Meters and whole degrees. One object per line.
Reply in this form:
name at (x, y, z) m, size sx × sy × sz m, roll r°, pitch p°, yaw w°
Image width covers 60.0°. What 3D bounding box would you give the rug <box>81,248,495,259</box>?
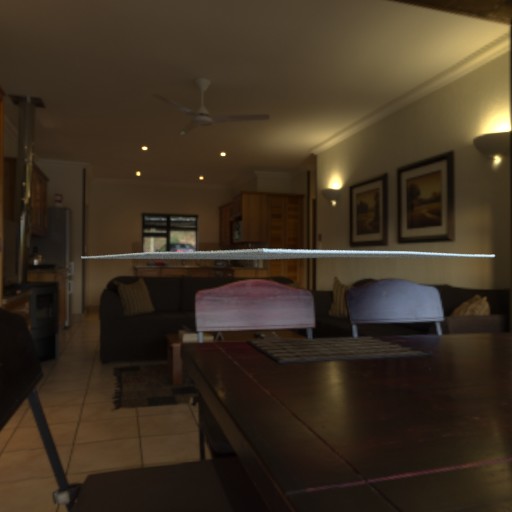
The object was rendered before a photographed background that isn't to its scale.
rug at (0.000, 0.000, 2.898) m, size 1.613 × 0.030 × 2.306 m, roll 1°, pitch -1°, yaw -36°
